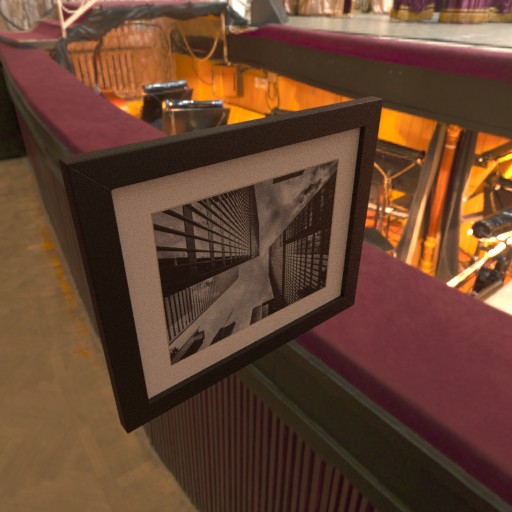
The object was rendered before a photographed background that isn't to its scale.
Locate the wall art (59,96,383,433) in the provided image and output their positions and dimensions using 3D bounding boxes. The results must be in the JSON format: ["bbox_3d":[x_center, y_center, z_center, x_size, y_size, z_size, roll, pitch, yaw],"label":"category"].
[{"bbox_3d":[0.000,0.000,0.762,0.558,0.457,0.031,-22,37,-32],"label":"wall art"}]
